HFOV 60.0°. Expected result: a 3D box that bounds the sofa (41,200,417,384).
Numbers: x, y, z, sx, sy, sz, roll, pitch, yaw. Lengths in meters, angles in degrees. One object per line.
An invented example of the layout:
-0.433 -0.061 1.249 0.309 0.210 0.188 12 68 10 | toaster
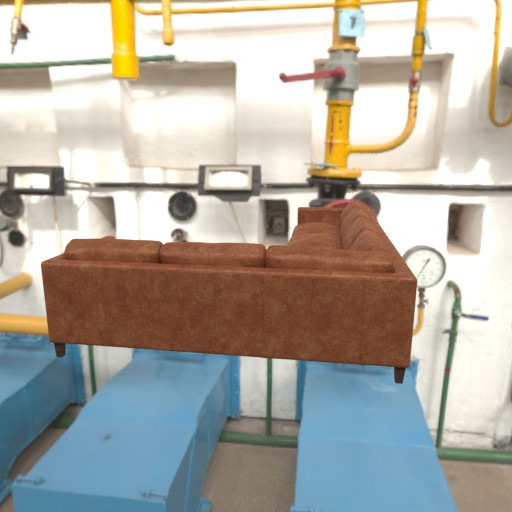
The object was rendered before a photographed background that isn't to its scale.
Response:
0.000 0.000 4.337 2.438 0.838 3.167 2 14 9 | sofa
